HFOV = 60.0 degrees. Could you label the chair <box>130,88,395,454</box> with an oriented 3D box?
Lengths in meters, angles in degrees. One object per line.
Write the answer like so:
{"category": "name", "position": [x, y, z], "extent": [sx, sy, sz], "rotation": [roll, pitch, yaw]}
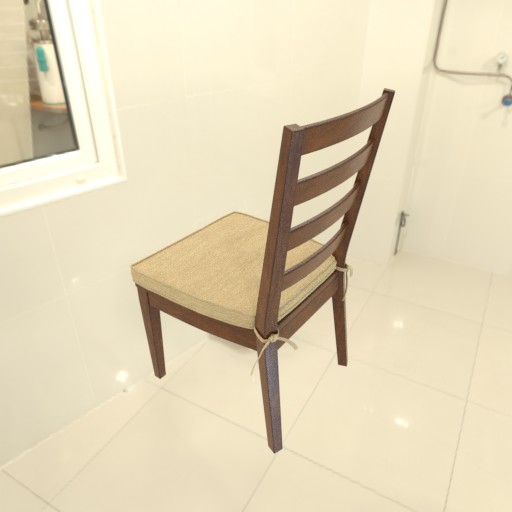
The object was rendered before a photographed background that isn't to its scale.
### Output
{"category": "chair", "position": [0.000, 0.000, 1.384], "extent": [0.595, 0.979, 0.593], "rotation": [21, 36, 31]}
